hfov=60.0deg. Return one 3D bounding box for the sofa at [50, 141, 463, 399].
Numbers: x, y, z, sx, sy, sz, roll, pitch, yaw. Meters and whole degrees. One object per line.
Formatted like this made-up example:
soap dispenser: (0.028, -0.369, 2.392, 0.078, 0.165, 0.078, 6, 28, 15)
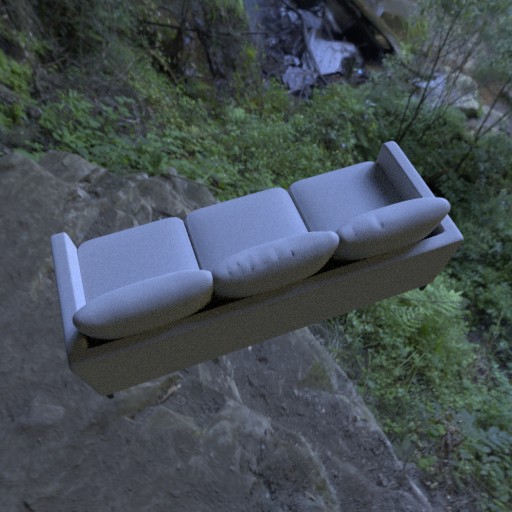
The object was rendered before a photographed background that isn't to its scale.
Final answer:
sofa: (0.000, 0.000, 2.704, 2.218, 0.874, 0.859, -17, 61, -10)
